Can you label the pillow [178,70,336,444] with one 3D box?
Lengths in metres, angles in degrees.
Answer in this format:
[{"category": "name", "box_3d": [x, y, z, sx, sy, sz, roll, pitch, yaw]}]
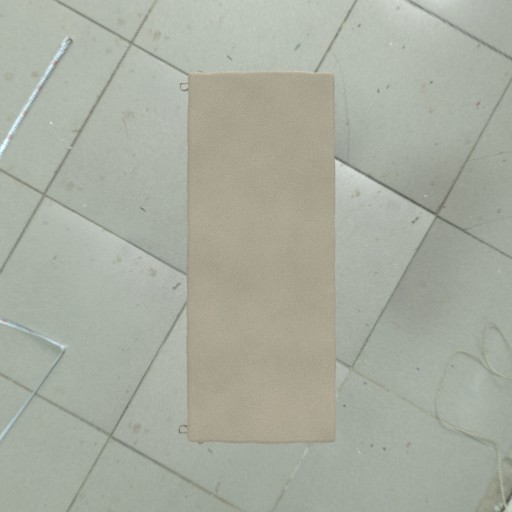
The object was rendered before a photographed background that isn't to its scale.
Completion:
[{"category": "pillow", "box_3d": [0.000, 0.000, 1.387, 0.492, 0.081, 1.187, 0, 89, 0]}]
